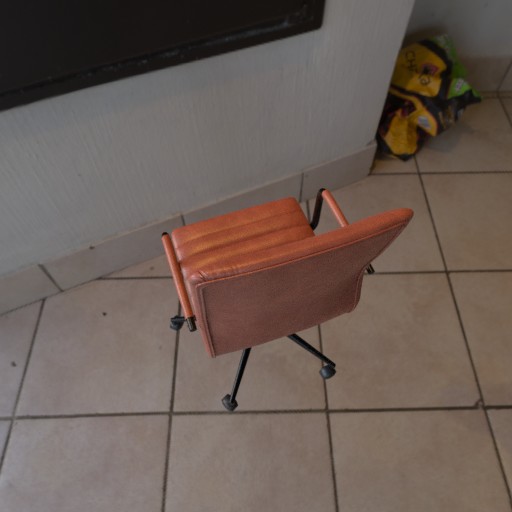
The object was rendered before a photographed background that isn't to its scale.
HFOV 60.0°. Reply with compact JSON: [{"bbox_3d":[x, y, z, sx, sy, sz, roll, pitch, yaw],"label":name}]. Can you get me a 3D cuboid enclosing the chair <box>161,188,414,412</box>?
[{"bbox_3d":[0.000,0.000,1.239,0.600,0.878,0.578,-17,59,-10],"label":"chair"}]
